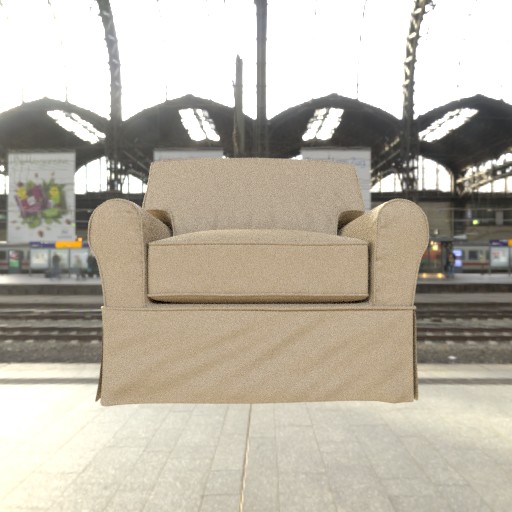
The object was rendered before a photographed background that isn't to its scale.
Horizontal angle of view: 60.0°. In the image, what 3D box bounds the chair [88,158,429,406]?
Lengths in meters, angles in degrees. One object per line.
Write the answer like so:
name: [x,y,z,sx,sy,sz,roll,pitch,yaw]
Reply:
chair: [0.000,0.000,1.803,1.096,0.937,0.903,0,-1,-1]
